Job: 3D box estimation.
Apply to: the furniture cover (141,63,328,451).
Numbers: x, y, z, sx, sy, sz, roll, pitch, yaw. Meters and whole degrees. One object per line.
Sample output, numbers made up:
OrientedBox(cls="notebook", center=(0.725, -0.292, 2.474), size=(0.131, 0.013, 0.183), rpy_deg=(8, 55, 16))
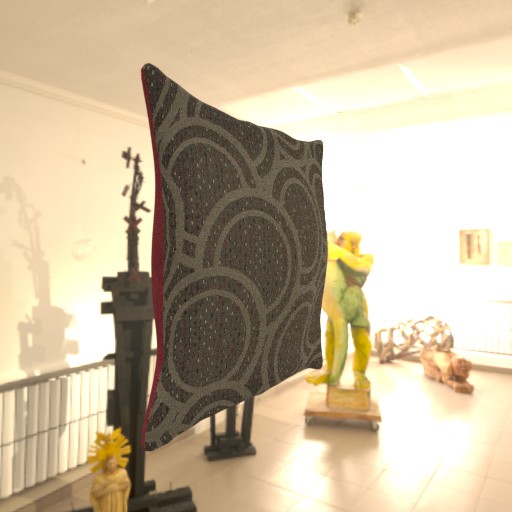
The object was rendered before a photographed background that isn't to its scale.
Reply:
OrientedBox(cls="furniture cover", center=(0.000, 0.000, 0.788), size=(0.163, 0.513, 0.514), rpy_deg=(0, 1, 34))
